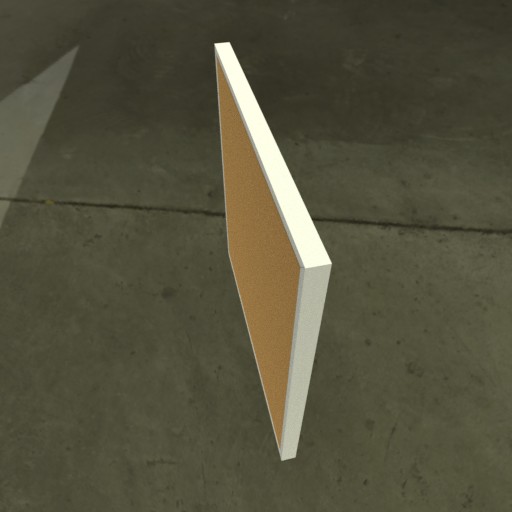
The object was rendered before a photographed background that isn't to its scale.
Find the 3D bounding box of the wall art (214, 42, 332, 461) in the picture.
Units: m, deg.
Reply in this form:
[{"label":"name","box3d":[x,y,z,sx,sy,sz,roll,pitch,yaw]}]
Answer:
[{"label":"wall art","box3d":[0.000,0.000,1.133,0.038,0.762,0.762,-10,48,-9]}]
